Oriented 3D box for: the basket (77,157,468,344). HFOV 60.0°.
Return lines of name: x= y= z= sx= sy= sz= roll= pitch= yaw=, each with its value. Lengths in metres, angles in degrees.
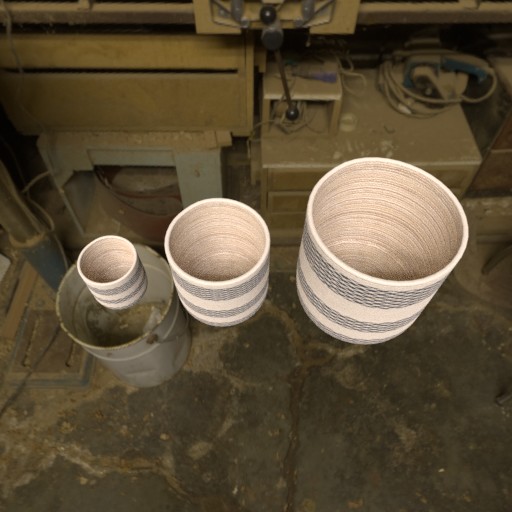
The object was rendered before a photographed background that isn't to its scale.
basket: x=0.000 y=0.000 z=1.112 sx=0.917 sy=0.356 sz=0.351 roll=1 pitch=58 yaw=0
